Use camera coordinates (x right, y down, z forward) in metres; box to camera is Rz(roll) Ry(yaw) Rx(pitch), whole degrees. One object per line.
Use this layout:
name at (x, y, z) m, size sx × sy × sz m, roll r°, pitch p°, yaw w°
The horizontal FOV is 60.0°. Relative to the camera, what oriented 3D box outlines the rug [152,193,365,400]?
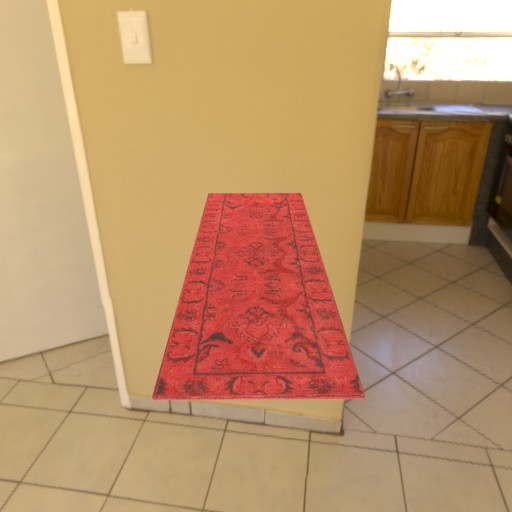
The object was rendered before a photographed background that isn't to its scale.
rug at (0.000, 0.000, 2.775) m, size 0.813 × 0.018 × 2.439 m, roll 0°, pitch 26°, yaw 0°
